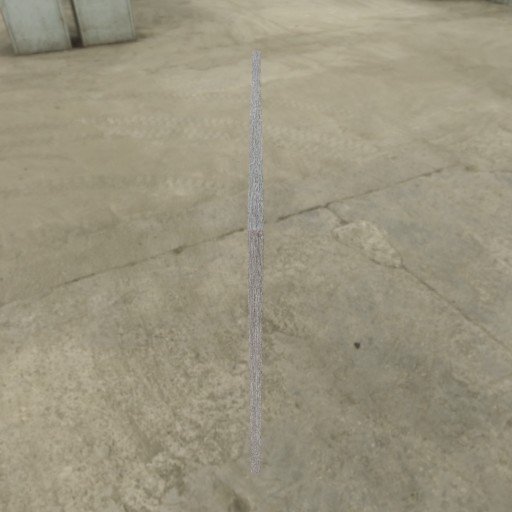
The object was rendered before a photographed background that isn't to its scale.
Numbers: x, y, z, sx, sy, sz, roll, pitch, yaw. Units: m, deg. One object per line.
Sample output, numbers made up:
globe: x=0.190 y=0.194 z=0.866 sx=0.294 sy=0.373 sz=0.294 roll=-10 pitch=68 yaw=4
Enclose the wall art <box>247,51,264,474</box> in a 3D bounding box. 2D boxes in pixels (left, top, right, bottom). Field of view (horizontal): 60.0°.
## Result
wall art: x=0.000 y=0.000 z=1.012 sx=0.020 sy=0.685 sz=0.685 roll=0 pitch=41 yaw=0
